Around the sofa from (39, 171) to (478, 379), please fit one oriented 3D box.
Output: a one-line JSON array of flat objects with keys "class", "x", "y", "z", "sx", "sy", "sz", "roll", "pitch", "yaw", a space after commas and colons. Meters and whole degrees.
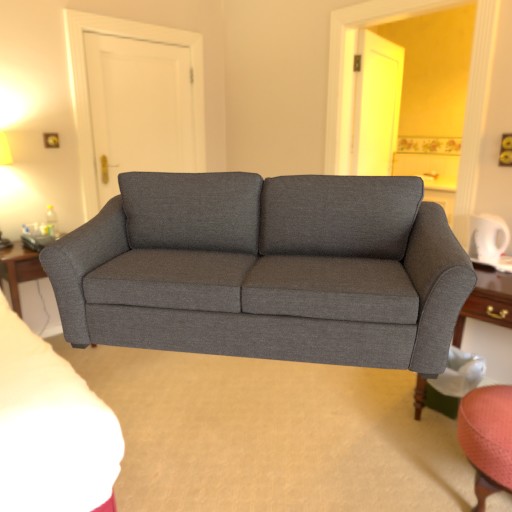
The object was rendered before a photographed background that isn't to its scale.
[{"class": "sofa", "x": 0.000, "y": 0.000, "z": 2.661, "sx": 2.270, "sy": 0.950, "sz": 0.971, "roll": 3, "pitch": 16, "yaw": 9}]
